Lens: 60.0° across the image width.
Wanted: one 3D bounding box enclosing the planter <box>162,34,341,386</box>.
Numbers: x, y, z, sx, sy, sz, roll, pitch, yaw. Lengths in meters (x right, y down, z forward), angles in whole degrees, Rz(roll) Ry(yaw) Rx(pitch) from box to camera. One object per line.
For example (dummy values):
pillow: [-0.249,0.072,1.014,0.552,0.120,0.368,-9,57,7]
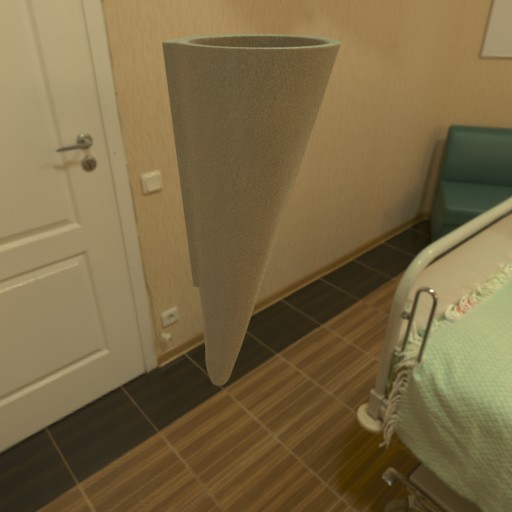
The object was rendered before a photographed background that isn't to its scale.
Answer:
planter: [0.000,0.000,0.217,0.064,0.191,0.057,10,32,16]
